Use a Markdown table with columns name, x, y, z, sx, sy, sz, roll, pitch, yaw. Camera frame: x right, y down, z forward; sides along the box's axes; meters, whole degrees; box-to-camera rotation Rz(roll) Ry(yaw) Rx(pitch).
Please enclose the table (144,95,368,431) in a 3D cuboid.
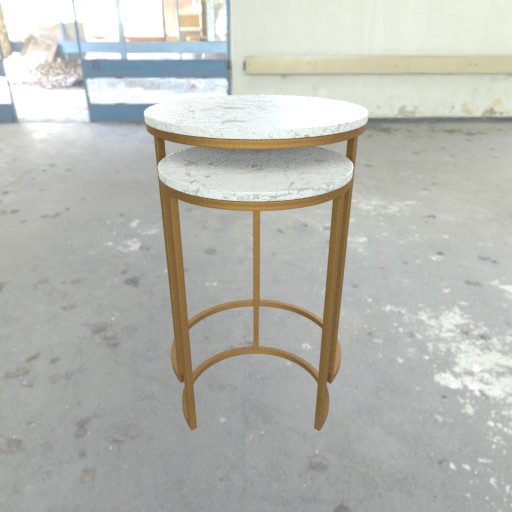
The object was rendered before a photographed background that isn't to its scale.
| name | x | y | z | sx | sy | sz | roll | pitch | yaw |
| --- | --- | --- | --- | --- | --- | --- | --- | --- | --- |
| table | 0.000 | 0.000 | 0.886 | 0.400 | 0.550 | 0.507 | 0 | 27 | 0 |
